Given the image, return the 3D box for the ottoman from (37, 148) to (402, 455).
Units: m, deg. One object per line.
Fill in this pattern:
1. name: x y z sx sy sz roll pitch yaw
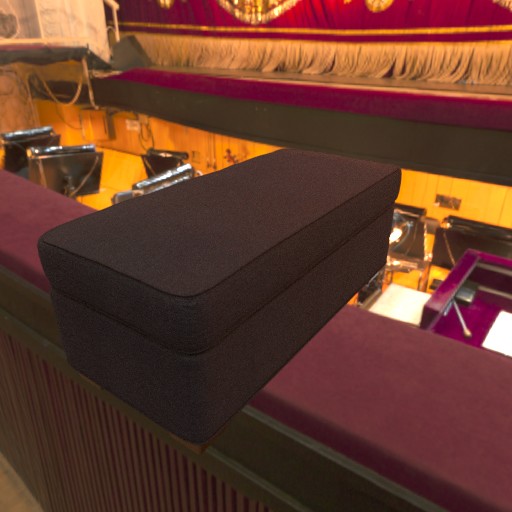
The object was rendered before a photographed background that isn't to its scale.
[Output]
1. ottoman: 0.000 0.000 1.379 0.515 0.460 1.110 18 31 32
